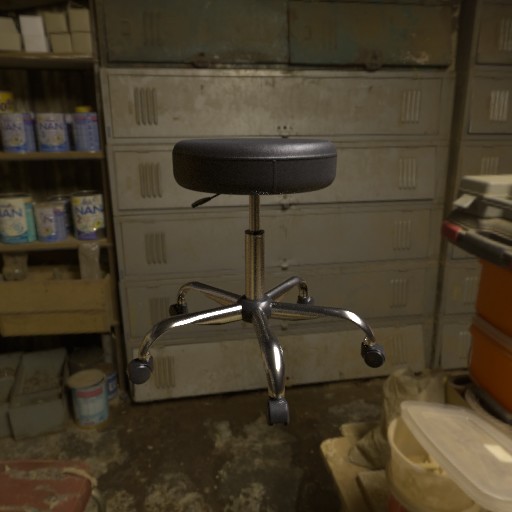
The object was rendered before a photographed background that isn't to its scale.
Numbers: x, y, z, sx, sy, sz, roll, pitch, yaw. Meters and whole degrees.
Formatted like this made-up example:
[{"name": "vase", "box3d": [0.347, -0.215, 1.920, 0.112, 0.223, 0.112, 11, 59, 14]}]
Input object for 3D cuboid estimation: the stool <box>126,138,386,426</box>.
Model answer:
[{"name": "stool", "box3d": [0.000, 0.000, 1.141, 0.673, 0.576, 0.638, -2, 17, -8]}]
